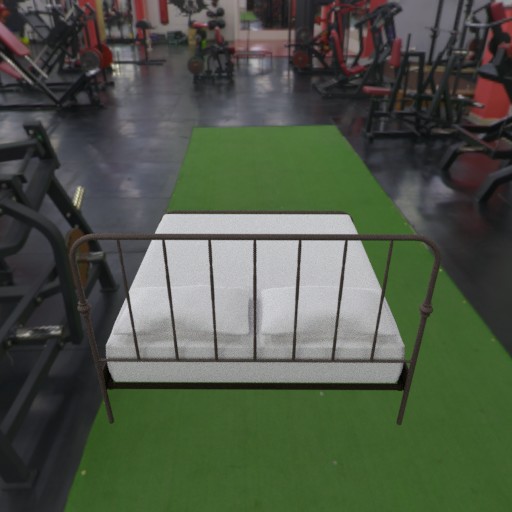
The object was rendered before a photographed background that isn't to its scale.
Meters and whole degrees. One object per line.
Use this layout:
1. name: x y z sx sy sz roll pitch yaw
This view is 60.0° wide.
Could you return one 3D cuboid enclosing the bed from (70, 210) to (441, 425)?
1. bed: 0.000 0.000 3.565 2.044 1.446 2.134 0 30 0
